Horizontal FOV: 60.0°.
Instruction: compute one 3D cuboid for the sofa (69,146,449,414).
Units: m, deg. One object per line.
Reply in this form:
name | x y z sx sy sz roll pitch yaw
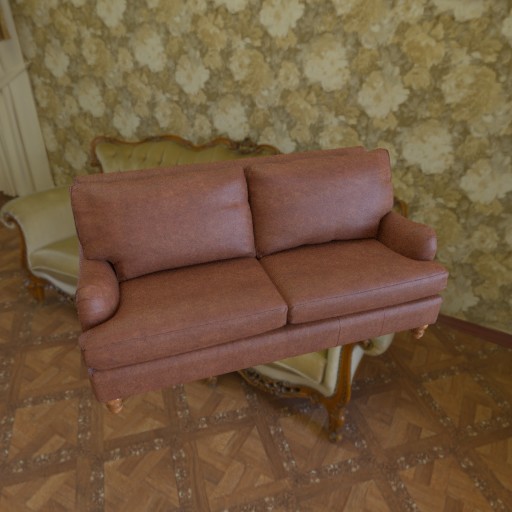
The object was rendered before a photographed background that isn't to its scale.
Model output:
sofa | 0.000 0.000 2.819 2.144 1.071 1.147 -10 32 -16
